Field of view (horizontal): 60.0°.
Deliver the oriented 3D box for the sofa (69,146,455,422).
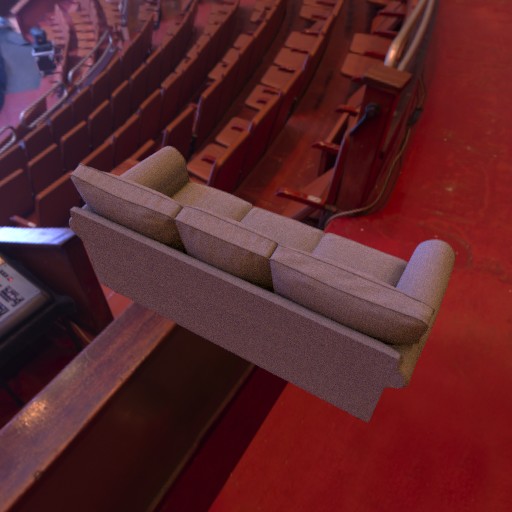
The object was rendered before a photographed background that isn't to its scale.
[{"bbox_3d":[0.000,0.000,2.655,2.084,0.961,0.916,23,50,20],"label":"sofa"}]
